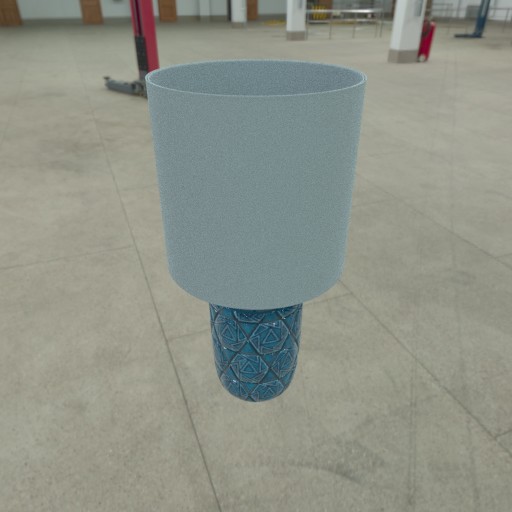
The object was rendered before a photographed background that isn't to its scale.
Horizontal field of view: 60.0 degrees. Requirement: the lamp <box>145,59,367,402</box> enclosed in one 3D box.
[{"bbox_3d":[0.000,0.000,0.491,0.193,0.377,0.193,19,36,28],"label":"lamp"}]
